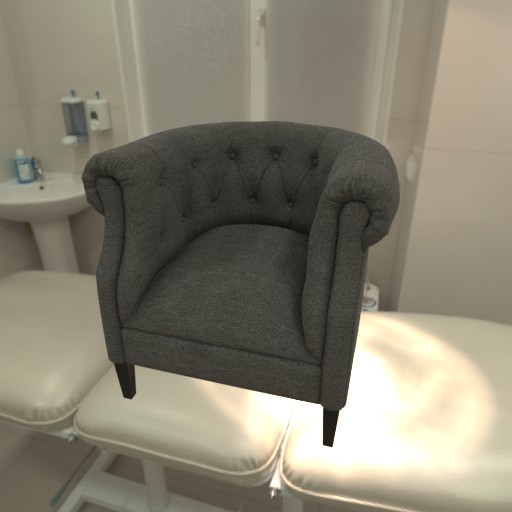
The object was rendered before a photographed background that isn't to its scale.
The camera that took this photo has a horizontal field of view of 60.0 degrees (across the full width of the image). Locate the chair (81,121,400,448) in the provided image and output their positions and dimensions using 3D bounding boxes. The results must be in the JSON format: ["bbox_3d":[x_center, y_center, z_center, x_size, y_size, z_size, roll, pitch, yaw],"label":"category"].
[{"bbox_3d":[0.000,0.000,1.585,0.905,0.827,0.852,8,28,15],"label":"chair"}]
